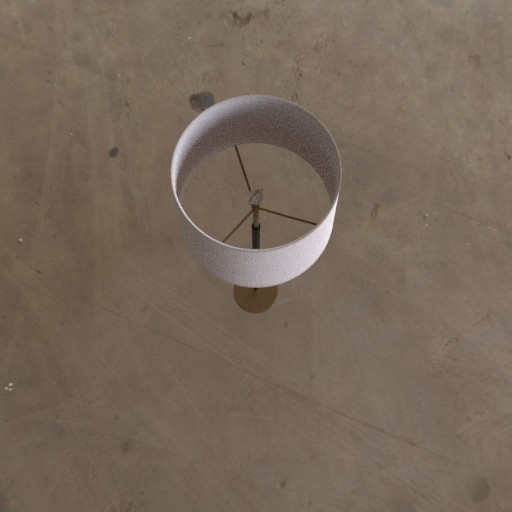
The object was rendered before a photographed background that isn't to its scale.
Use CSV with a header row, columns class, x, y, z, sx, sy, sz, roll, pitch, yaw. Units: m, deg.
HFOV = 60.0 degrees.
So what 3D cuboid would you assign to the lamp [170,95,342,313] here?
class,x,y,z,sx,sy,sz,roll,pitch,yaw
lamp,0.000,0.000,1.654,0.420,1.447,0.420,0,75,0
